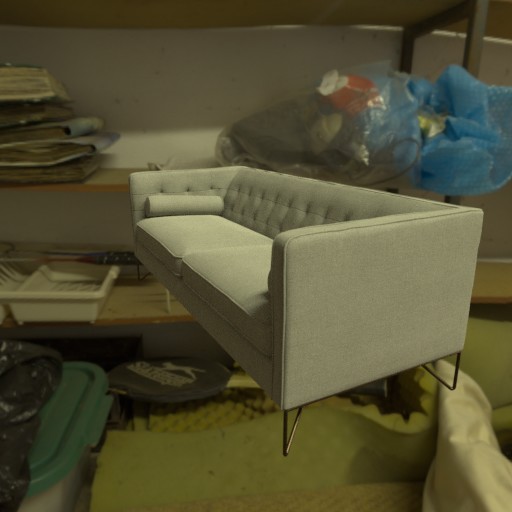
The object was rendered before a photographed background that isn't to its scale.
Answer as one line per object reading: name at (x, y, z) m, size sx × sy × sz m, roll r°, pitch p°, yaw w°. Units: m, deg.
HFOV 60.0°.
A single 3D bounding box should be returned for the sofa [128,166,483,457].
sofa at (0.000, 0.000, 2.470) m, size 0.912 × 0.798 × 2.079 m, roll -9°, pitch 19°, yaw -27°
